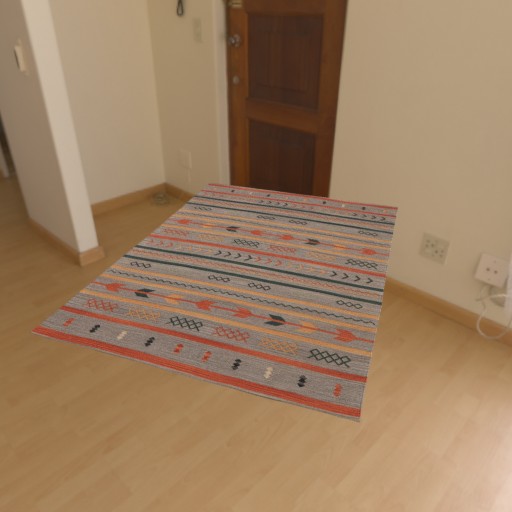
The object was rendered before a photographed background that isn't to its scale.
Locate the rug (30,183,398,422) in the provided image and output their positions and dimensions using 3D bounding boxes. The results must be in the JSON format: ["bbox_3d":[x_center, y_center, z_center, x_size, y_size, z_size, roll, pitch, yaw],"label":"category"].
[{"bbox_3d":[0.000,0.000,3.959,2.263,0.022,3.029,10,32,17],"label":"rug"}]
